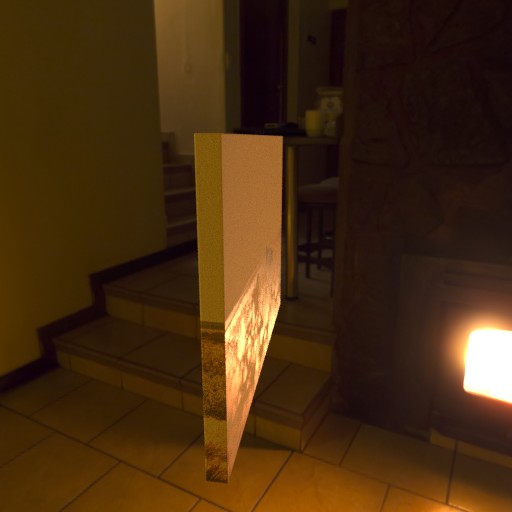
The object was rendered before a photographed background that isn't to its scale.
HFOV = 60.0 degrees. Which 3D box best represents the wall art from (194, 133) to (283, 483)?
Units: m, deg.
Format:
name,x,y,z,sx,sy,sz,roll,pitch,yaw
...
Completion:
name,x,y,z,sx,sy,sz,roll,pitch,yaw
wall art,0.000,0.000,1.448,0.051,0.761,1.138,2,15,9
